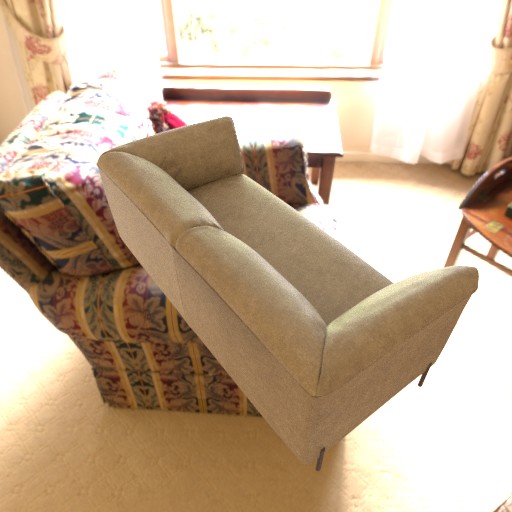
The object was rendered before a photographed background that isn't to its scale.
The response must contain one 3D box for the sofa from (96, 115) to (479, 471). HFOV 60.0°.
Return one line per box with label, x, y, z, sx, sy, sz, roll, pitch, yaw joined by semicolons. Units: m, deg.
sofa;0.000;0.000;2.333;0.905;0.747;1.878;-26;48;-26
